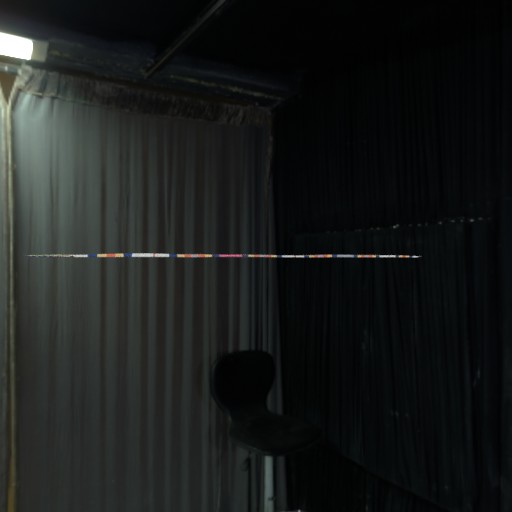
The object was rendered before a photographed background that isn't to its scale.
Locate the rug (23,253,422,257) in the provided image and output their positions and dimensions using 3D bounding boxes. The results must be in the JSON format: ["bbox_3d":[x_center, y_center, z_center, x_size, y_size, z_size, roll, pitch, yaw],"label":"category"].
[{"bbox_3d":[0.000,0.000,2.700,2.455,0.017,0.695,0,0,-36],"label":"rug"}]
